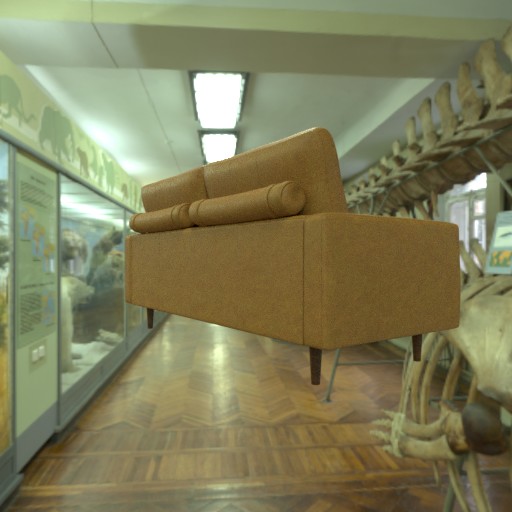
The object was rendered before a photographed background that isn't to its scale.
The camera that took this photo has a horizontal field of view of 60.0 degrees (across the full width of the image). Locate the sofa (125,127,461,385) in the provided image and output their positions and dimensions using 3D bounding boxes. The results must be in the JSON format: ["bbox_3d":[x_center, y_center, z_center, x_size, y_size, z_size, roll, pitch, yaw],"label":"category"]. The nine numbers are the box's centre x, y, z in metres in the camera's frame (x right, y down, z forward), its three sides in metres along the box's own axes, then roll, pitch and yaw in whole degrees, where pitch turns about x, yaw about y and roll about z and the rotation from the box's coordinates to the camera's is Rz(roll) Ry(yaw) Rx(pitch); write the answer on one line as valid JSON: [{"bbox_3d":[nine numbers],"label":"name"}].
[{"bbox_3d":[0.000,0.000,2.316,0.850,0.898,1.821,0,0,-36],"label":"sofa"}]
